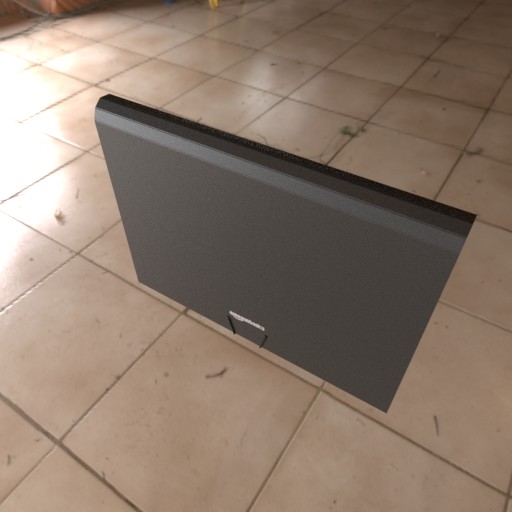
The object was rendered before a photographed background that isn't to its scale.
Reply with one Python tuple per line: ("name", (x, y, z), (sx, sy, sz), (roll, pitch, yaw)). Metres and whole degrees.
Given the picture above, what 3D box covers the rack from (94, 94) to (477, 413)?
("rack", (0.000, 0.000, 0.430), (0.330, 0.241, 0.041), (24, 50, 22))
